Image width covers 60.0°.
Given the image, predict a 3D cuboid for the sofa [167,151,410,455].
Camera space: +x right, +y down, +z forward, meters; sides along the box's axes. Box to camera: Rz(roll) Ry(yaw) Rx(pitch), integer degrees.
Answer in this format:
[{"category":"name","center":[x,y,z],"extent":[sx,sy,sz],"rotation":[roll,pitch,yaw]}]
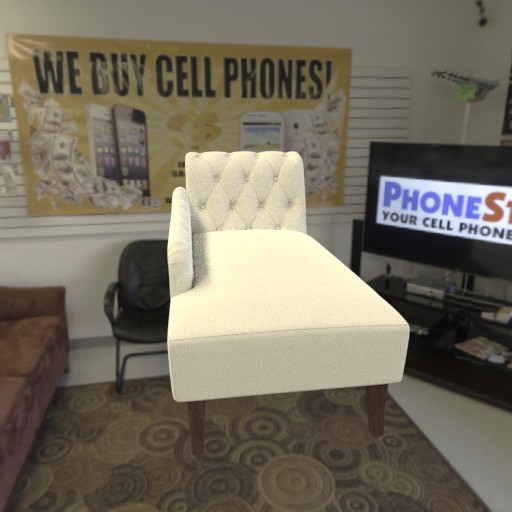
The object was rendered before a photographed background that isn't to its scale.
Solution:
[{"category":"sofa","center":[0.000,0.000,1.824],"extent":[0.675,0.787,1.379],"rotation":[-2,16,-8]}]
